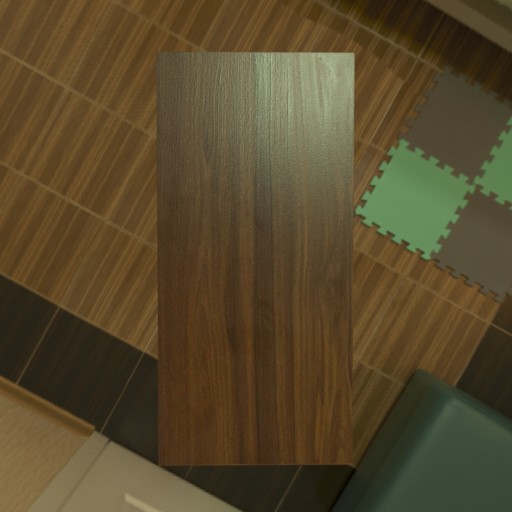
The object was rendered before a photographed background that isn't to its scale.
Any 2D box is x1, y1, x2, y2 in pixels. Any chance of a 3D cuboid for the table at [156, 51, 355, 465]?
[{"bbox_3d":[0.000,0.000,1.222,0.390,0.725,0.802,0,92,-1],"label":"table"}]
